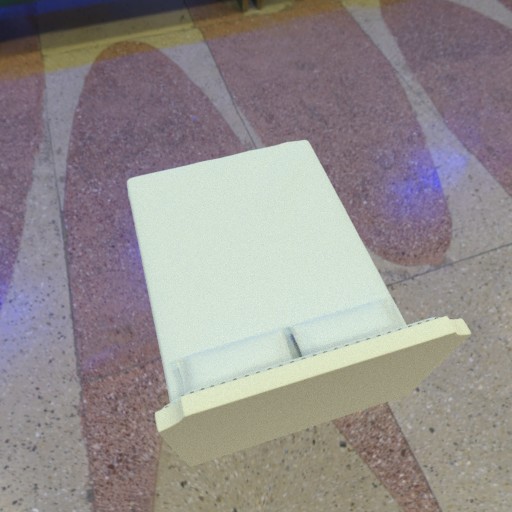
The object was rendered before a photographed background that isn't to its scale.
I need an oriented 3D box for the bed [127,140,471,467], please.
[{"bbox_3d":[0.000,0.000,3.305,1.703,1.415,2.329,-15,58,-9],"label":"bed"}]
